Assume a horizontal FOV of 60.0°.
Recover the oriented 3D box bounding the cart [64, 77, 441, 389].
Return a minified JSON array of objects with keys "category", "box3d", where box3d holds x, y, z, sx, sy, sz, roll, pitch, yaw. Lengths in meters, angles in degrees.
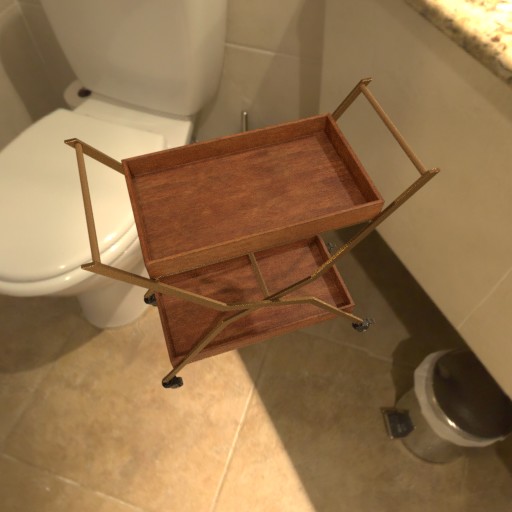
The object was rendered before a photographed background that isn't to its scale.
[{"category":"cart","box3d":[0.000,0.000,1.390,0.836,0.869,0.405,-15,59,-10]}]
